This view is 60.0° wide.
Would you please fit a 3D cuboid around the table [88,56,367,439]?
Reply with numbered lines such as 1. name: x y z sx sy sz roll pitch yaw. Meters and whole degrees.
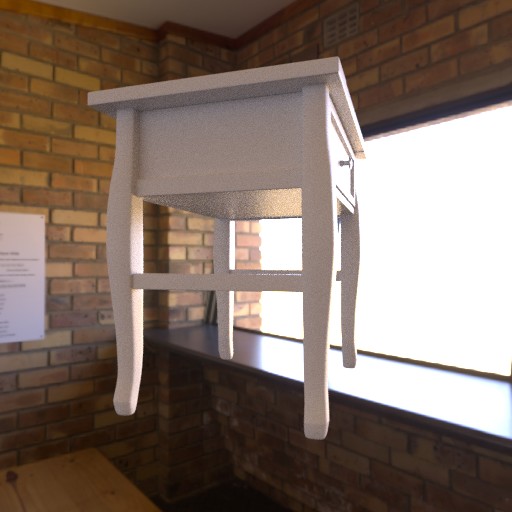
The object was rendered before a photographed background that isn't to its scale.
1. table: 0.000 0.000 1.030 0.463 0.605 0.599 0 -1 18
